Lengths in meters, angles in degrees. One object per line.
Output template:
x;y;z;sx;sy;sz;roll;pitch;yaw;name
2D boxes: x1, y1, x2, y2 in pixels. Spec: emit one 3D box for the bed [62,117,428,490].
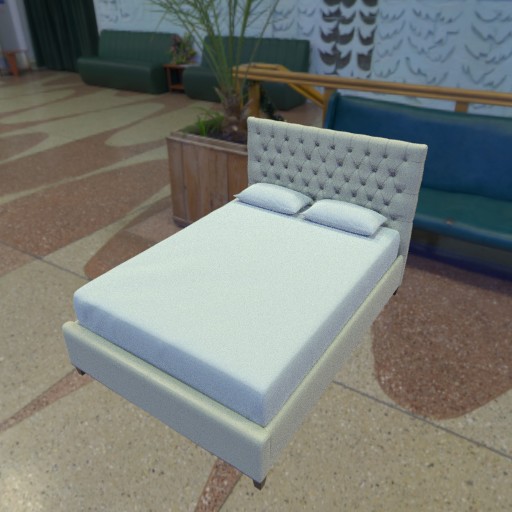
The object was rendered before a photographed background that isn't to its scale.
0.000;0.000;3.377;1.698;1.427;2.387;19;35;29;bed
